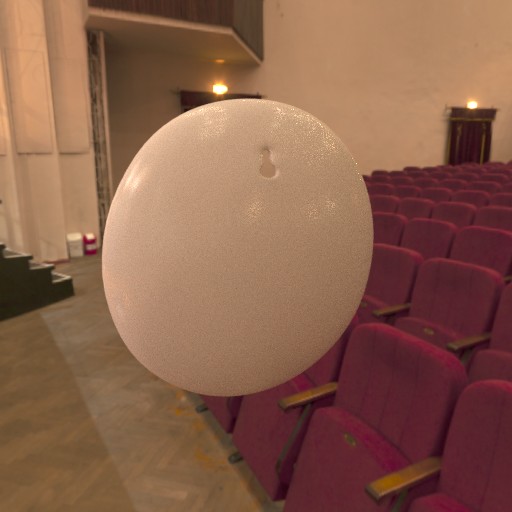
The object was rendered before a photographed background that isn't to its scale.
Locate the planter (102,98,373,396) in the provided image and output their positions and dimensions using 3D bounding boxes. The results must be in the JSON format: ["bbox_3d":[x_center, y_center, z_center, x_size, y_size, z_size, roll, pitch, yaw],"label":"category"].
[{"bbox_3d":[0.000,0.000,0.279,0.185,0.188,0.043,-6,14,-26],"label":"planter"}]
